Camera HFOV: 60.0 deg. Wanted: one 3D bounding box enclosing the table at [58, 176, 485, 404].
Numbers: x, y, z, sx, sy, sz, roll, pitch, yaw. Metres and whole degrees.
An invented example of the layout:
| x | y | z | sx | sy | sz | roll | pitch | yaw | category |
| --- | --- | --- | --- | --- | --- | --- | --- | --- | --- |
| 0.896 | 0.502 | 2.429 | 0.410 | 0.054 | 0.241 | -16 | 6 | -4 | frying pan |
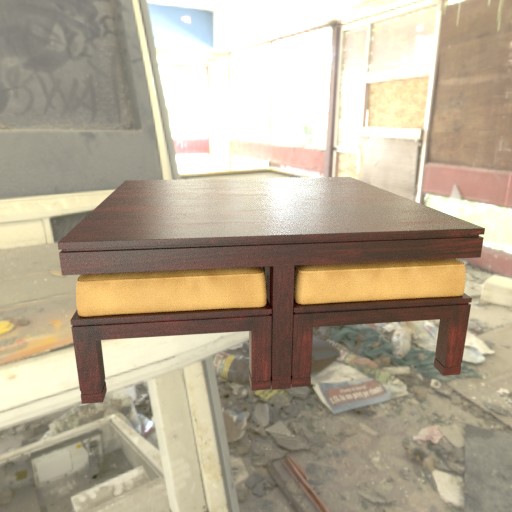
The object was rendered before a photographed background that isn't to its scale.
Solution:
| x | y | z | sx | sy | sz | roll | pitch | yaw | category |
| --- | --- | --- | --- | --- | --- | --- | --- | --- | --- |
| 0.000 | 0.000 | 1.346 | 0.865 | 0.356 | 0.865 | -2 | 17 | -7 | table |
